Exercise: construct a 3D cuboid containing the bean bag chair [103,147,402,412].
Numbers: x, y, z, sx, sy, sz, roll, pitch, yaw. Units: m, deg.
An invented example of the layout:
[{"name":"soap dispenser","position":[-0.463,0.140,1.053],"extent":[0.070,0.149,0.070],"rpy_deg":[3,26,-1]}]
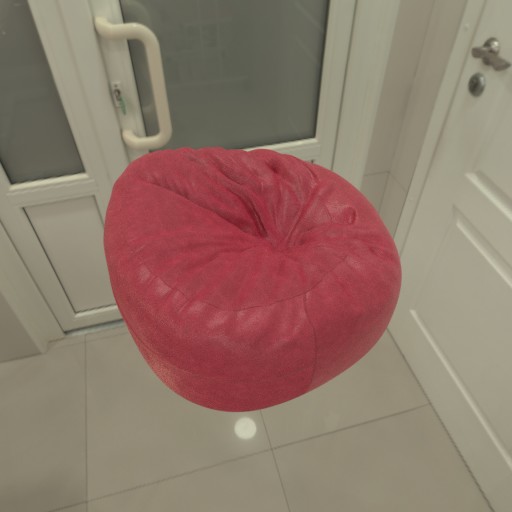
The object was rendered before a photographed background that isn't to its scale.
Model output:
[{"name":"bean bag chair","position":[0.000,0.000,2.415],"extent":[1.524,0.878,1.524],"rpy_deg":[-11,47,-11]}]
